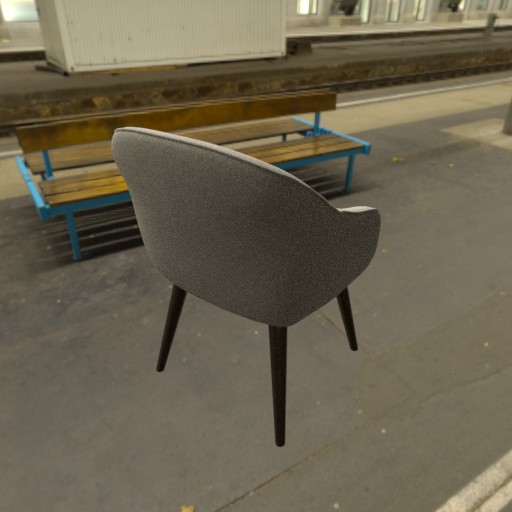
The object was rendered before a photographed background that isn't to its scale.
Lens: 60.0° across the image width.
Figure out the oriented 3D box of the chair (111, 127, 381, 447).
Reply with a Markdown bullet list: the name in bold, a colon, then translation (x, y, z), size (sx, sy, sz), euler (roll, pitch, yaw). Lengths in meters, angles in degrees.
- **chair**: translation (0.000, 0.000, 1.246), size (0.589, 0.810, 0.611), euler (20, 36, 31)
